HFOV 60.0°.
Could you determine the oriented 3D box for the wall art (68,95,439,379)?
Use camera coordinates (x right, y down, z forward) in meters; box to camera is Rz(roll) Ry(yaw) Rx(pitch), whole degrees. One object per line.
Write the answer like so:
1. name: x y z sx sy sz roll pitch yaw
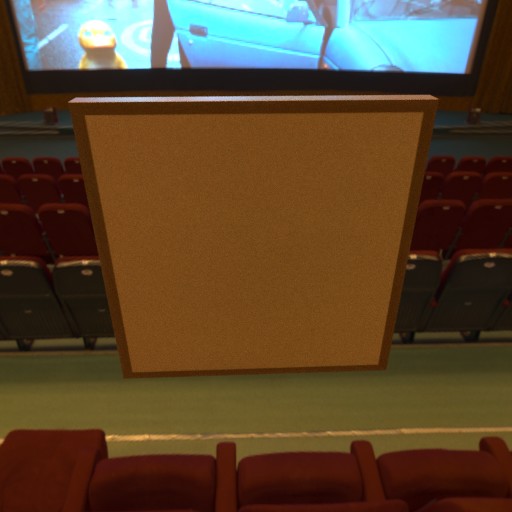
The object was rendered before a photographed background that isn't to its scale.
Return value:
1. wall art: 0.000 0.000 0.748 0.510 0.509 0.033 -1 29 -2
